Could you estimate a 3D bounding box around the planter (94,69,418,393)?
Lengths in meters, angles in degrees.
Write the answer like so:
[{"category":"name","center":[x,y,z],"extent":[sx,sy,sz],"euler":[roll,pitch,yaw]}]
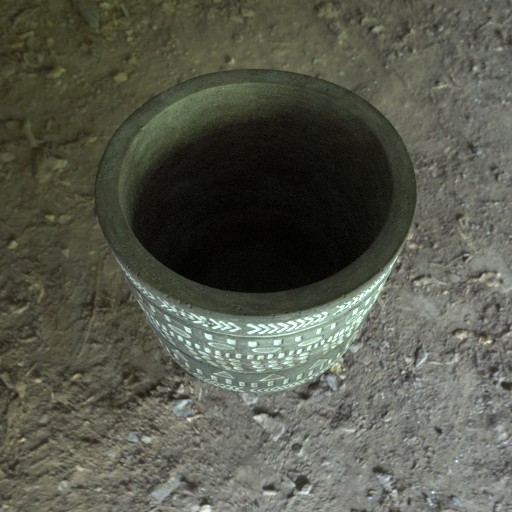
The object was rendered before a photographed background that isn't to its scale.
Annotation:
[{"category":"planter","center":[0.000,0.000,0.259],"extent":[0.142,0.149,0.142],"euler":[0,59,0]}]
